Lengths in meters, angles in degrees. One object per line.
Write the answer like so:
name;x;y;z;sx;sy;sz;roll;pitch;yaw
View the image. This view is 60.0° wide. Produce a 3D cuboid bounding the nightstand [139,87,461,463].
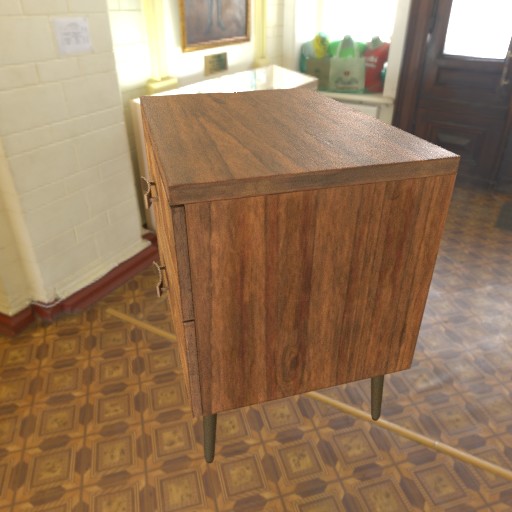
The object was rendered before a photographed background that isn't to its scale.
nightstand;0.000;0.000;1.010;0.458;0.610;0.610;-8;31;-14
